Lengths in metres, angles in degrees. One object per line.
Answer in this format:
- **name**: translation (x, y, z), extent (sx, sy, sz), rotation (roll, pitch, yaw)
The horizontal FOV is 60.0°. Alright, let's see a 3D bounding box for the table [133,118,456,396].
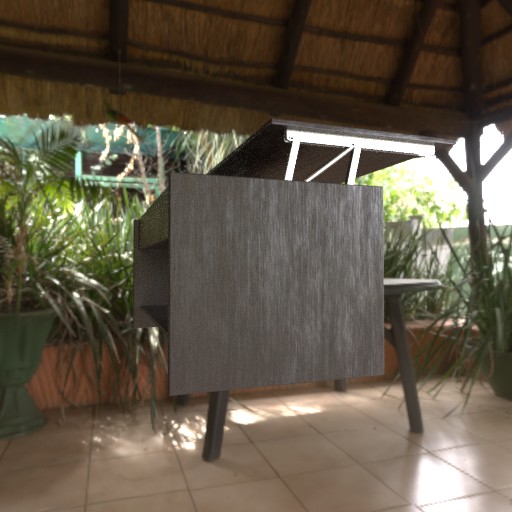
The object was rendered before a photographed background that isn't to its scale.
- **table**: translation (0.000, 0.000, 1.458), extent (0.712, 0.570, 1.000), rotation (0, -1, -19)
